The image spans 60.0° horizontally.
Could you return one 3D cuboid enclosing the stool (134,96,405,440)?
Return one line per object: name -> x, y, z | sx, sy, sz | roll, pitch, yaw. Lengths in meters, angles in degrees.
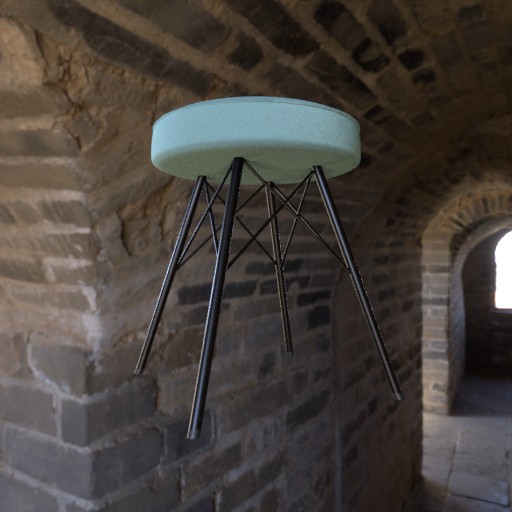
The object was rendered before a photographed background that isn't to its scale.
stool -> 0.000, 0.000, 0.888 | 0.458, 0.519, 0.457 | 0, 0, -18
